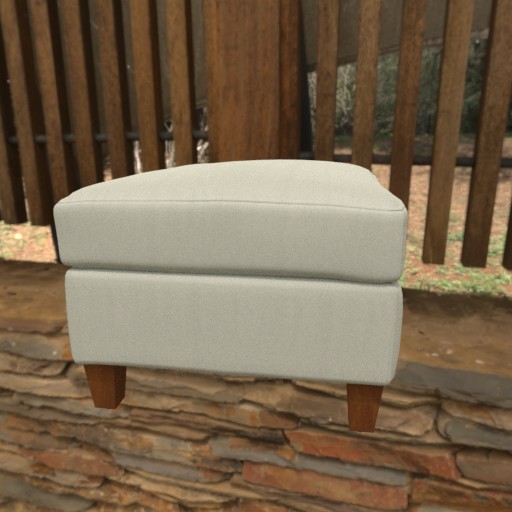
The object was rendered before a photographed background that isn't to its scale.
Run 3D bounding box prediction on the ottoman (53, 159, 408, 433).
[{"bbox_3d":[0.000,0.000,1.165,0.634,0.496,0.818,2,15,8],"label":"ottoman"}]
